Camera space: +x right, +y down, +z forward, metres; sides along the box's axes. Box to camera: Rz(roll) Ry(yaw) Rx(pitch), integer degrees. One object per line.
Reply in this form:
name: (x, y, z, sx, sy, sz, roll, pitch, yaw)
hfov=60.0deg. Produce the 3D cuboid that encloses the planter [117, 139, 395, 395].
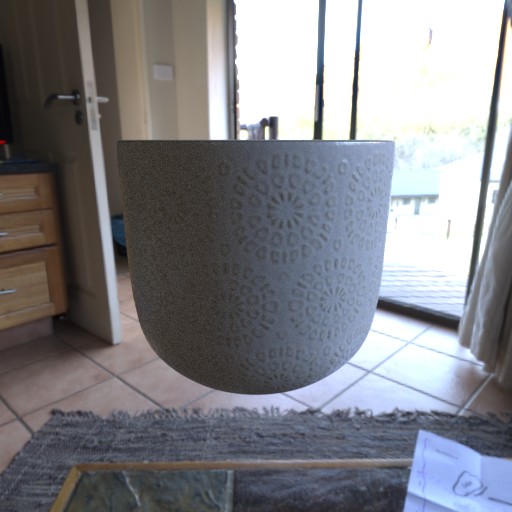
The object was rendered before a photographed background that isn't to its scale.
planter: (0.000, 0.000, 0.301, 0.170, 0.152, 0.170, 0, 15, 0)
